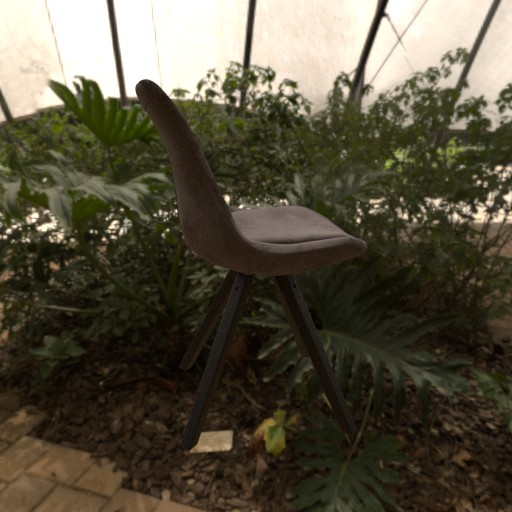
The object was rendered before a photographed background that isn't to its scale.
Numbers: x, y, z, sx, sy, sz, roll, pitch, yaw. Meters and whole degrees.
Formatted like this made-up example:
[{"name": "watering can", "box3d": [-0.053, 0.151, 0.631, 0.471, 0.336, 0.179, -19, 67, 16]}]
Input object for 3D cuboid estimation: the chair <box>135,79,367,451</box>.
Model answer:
[{"name": "chair", "box3d": [0.000, 0.000, 1.182, 0.550, 0.850, 0.485, -3, 17, -9]}]
